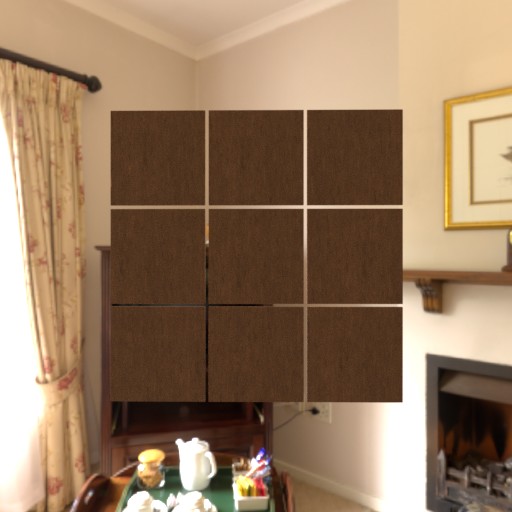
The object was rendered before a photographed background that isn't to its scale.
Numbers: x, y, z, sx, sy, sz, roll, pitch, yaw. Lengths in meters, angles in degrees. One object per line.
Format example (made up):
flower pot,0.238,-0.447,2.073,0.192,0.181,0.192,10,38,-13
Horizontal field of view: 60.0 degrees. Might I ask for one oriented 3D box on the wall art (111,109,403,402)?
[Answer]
wall art,0.000,0.000,1.849,1.215,1.213,0.013,0,0,1
